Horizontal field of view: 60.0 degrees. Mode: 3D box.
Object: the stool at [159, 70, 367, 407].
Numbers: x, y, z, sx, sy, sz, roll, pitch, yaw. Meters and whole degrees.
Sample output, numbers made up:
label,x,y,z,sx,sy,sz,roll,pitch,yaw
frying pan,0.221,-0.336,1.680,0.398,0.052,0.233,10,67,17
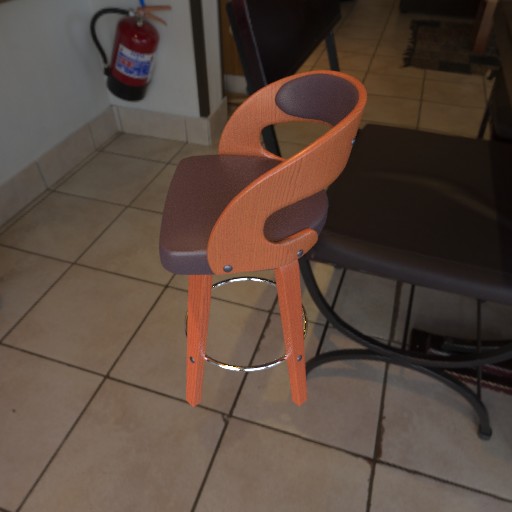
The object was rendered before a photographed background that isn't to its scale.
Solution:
label,x,y,z,sx,sy,sz,roll,pitch,yaw
stool,0.000,0.000,1.233,0.457,0.940,0.457,0,41,0
